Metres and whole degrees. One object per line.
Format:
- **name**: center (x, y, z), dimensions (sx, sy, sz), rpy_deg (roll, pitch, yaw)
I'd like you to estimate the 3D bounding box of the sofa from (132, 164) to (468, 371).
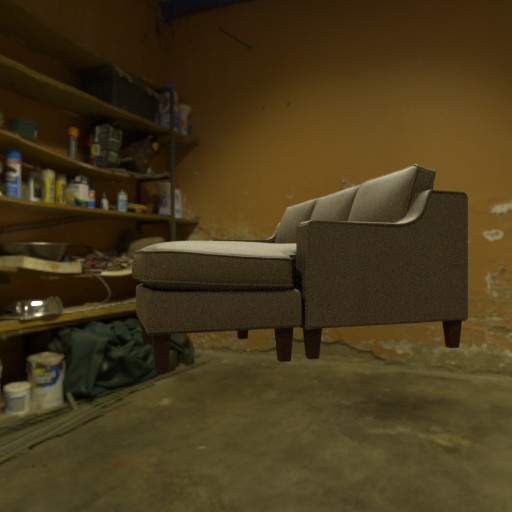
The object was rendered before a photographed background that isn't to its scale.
- **sofa**: center (0.000, 0.000, 3.325), dimensions (1.858, 1.081, 2.317), rpy_deg (0, -1, -19)
